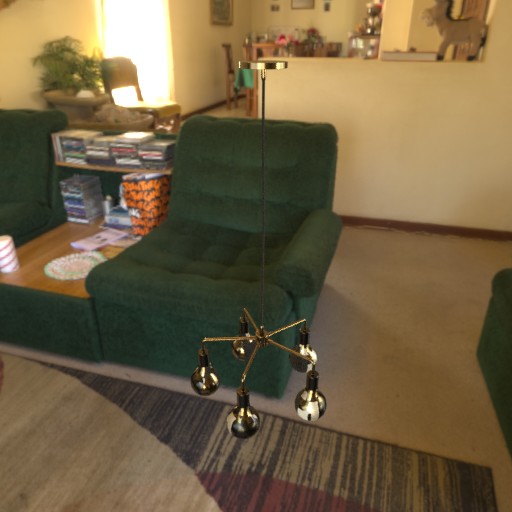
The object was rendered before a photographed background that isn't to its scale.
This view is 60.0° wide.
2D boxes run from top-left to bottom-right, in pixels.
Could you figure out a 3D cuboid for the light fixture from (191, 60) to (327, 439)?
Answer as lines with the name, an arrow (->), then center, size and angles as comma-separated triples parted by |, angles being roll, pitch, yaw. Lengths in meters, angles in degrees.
light fixture -> 0.000, 0.000, 1.228 | 0.421, 0.988, 0.438 | 0, 26, -1
